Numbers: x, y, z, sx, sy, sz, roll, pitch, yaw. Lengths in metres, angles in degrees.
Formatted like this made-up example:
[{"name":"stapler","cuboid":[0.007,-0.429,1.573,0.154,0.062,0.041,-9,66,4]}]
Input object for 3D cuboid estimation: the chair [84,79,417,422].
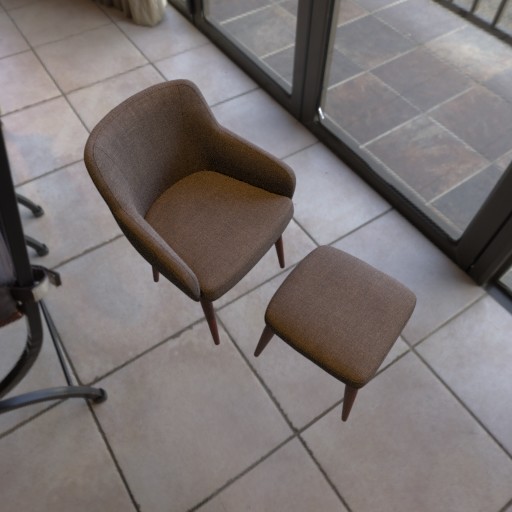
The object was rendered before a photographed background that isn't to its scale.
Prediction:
[{"name":"chair","cuboid":[0.000,0.000,1.570,1.107,0.799,0.584,33,63,19]}]
